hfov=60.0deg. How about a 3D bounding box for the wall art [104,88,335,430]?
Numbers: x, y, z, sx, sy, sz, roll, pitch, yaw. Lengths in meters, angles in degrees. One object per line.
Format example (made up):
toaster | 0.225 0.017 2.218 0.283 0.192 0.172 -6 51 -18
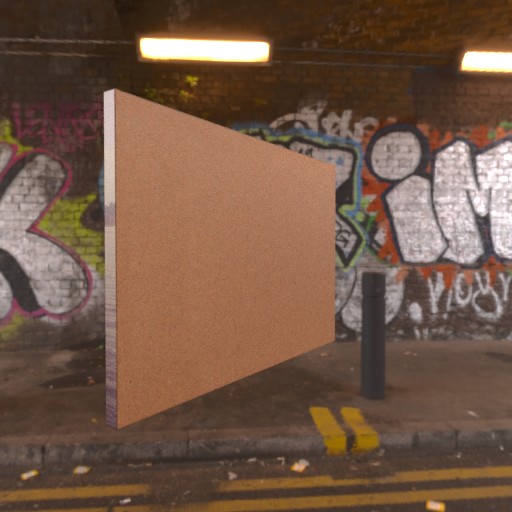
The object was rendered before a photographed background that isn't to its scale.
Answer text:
wall art | 0.000 0.000 0.788 0.021 0.410 0.615 1 1 35
